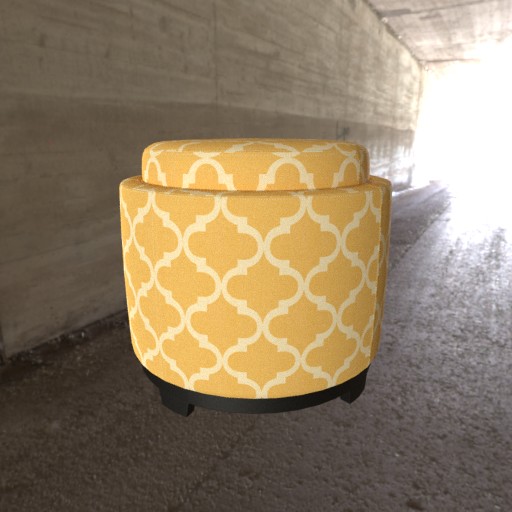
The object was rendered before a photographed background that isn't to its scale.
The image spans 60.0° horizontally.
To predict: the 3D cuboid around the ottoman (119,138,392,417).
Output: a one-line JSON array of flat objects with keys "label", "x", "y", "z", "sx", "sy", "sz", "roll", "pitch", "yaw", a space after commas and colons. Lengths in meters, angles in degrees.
[{"label": "ottoman", "x": 0.000, "y": 0.000, "z": 0.837, "sx": 0.480, "sy": 0.429, "sz": 0.480, "roll": 0, "pitch": 15, "yaw": 0}]
